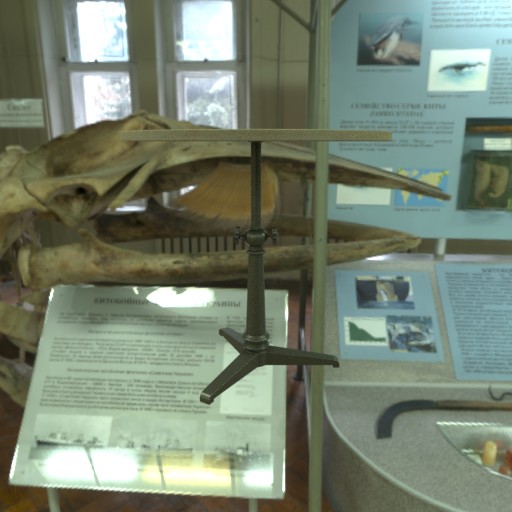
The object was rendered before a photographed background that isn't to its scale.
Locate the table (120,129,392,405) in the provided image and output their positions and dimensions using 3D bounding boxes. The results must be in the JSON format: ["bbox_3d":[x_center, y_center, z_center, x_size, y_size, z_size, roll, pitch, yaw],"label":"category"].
[{"bbox_3d":[0.000,0.000,1.455,0.800,0.780,0.800,0,14,0],"label":"table"}]
